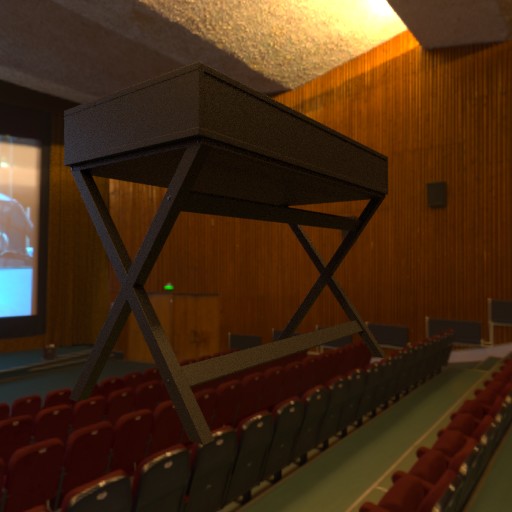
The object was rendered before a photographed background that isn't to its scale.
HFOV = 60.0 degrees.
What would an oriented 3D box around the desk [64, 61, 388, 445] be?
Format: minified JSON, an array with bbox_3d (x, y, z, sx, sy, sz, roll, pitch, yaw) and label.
[{"bbox_3d":[0.000,0.000,1.467,0.504,0.780,1.057,0,0,37],"label":"desk"}]
